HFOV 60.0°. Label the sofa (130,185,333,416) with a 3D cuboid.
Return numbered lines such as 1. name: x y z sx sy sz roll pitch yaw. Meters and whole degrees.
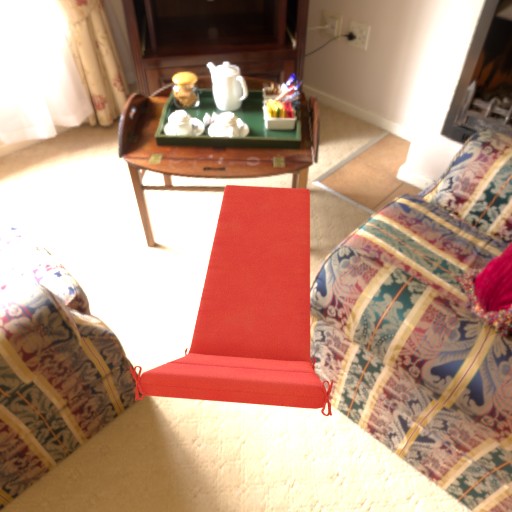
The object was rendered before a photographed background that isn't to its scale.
1. sofa: 0.000 0.000 1.952 0.582 0.622 1.663 3 46 3
